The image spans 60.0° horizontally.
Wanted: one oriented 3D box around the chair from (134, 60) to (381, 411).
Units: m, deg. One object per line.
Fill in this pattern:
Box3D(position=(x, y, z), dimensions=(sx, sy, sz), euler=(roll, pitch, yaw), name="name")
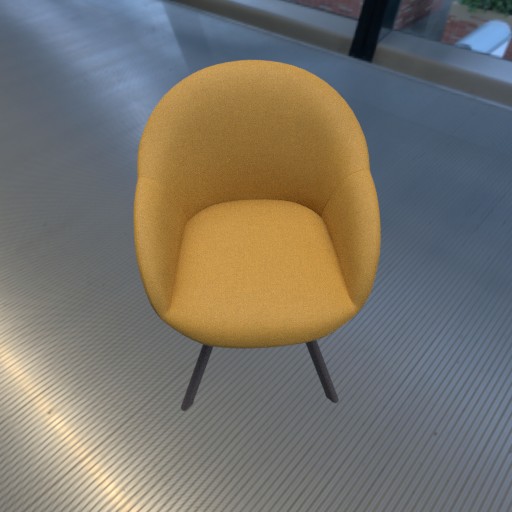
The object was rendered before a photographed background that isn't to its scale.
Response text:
Box3D(position=(0.000, 0.000, 1.175), dimensions=(0.551, 0.793, 0.583), euler=(-2, 46, -2), name="chair")
